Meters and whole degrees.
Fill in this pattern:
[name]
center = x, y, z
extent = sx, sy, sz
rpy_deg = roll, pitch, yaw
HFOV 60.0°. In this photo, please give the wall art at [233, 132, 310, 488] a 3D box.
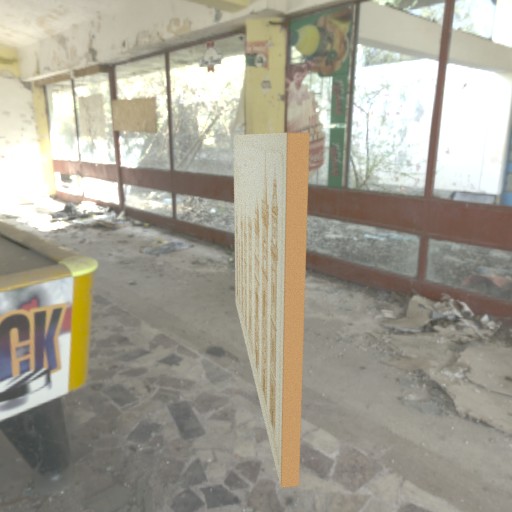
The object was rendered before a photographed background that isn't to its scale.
[wall art]
center = 0.000, 0.000, 1.148
extent = 0.033, 0.608, 0.915
rpy_deg = -2, 15, -7
